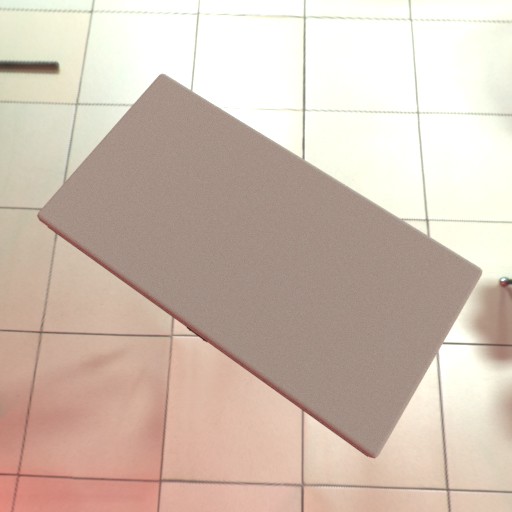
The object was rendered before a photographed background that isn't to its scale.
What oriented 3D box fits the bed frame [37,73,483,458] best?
[{"bbox_3d":[0.000,0.000,3.183,2.635,0.680,1.393,34,77,9],"label":"bed frame"}]
